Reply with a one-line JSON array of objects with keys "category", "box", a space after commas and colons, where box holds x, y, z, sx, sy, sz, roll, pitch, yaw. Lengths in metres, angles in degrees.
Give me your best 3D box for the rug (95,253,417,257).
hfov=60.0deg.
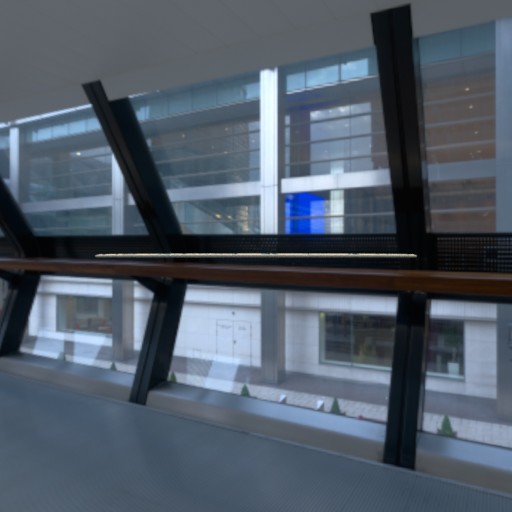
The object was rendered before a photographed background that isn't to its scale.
[{"category": "rug", "box": [0.000, 0.000, 2.335, 1.593, 0.012, 1.593, 0, 0, 0]}]
